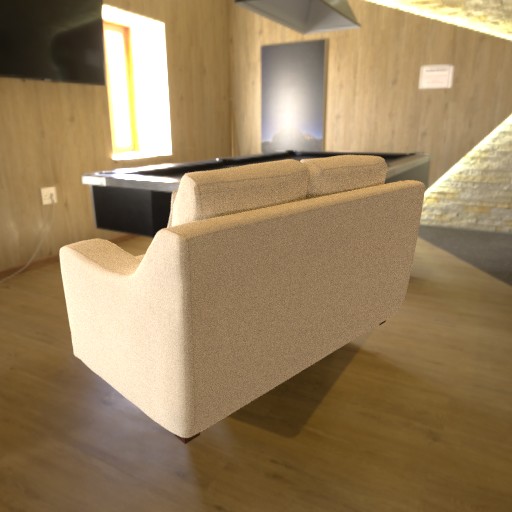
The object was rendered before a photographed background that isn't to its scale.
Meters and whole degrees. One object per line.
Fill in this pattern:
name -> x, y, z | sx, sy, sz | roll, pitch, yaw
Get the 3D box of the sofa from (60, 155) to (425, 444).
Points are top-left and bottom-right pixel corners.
sofa -> 0.000, 0.000, 2.368 | 1.040, 1.047, 1.744 | 16, 23, 42
